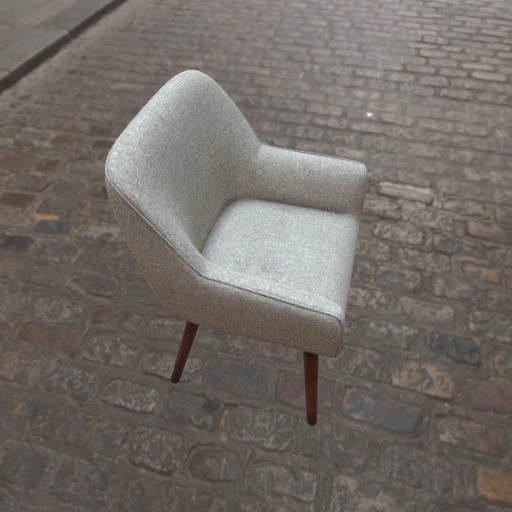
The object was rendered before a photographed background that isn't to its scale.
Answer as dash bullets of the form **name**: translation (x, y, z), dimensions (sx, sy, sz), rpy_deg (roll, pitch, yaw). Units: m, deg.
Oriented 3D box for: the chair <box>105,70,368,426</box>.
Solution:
- **chair**: translation (0.000, 0.000, 1.198), dimensions (0.519, 0.803, 0.543), rpy_deg (11, 48, 10)
